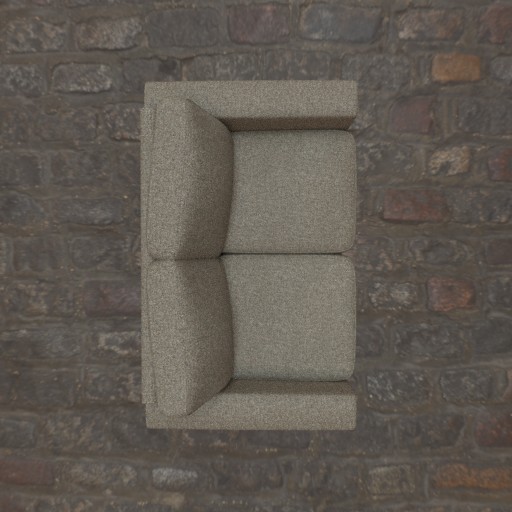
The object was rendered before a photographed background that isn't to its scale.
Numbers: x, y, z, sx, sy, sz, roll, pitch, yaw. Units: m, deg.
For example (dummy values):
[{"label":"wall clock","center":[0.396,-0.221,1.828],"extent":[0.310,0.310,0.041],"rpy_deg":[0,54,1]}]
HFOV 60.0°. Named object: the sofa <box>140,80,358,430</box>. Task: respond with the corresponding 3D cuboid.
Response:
[{"label":"sofa","center":[0.000,0.000,2.160],"extent":[1.016,0.873,1.616],"rpy_deg":[0,91,1]}]
